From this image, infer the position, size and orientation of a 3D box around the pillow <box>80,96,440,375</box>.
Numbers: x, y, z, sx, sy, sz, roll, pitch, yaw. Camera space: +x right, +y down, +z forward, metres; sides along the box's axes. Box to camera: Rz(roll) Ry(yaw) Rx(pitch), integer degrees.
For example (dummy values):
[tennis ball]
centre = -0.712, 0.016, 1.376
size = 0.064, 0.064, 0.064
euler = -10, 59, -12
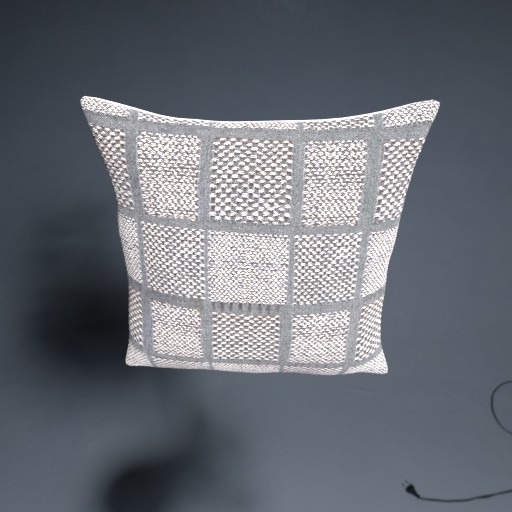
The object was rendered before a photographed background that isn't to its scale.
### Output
[pillow]
centre = 0.000, 0.000, 0.634
size = 0.435, 0.432, 0.138
euler = 1, 30, 2
